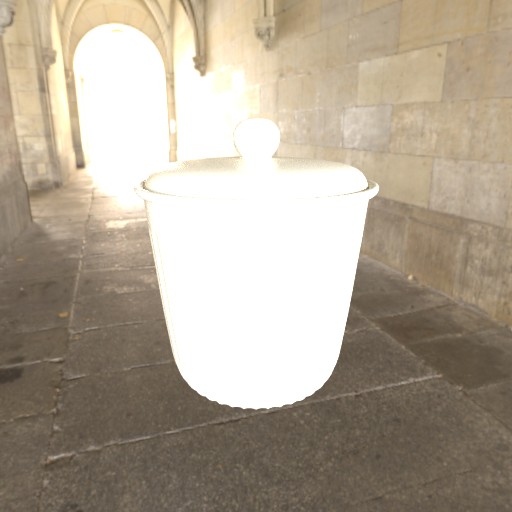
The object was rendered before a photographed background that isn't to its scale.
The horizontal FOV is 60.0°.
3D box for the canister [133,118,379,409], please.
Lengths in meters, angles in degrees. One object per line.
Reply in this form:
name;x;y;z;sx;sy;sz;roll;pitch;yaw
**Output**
canister;0.000;0.000;0.354;0.181;0.211;0.181;0;16;0
